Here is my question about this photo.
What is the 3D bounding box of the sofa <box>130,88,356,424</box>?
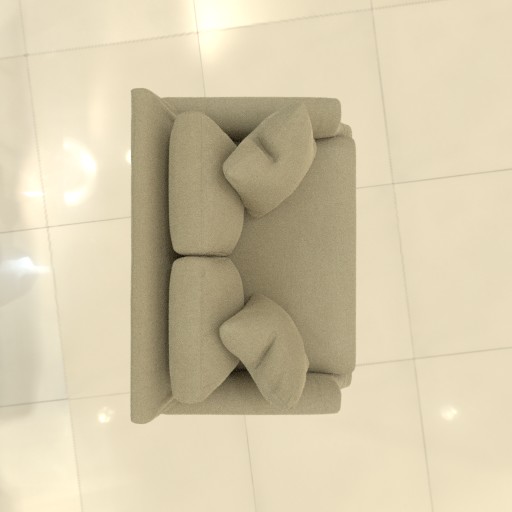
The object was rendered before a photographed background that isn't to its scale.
[{"bbox_3d":[0.000,0.000,2.222,1.070,0.905,1.550,0,90,1],"label":"sofa"}]
